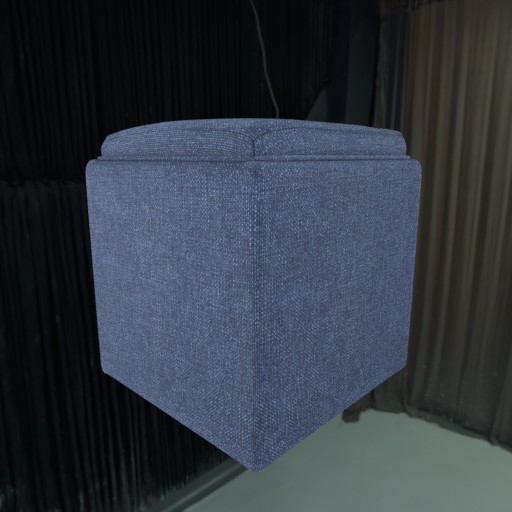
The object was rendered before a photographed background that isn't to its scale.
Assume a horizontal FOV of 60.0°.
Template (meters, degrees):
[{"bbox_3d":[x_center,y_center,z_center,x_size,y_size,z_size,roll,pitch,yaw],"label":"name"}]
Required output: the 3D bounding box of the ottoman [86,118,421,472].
[{"bbox_3d":[0.000,0.000,0.850,0.436,0.493,0.454,12,17,43],"label":"ottoman"}]
